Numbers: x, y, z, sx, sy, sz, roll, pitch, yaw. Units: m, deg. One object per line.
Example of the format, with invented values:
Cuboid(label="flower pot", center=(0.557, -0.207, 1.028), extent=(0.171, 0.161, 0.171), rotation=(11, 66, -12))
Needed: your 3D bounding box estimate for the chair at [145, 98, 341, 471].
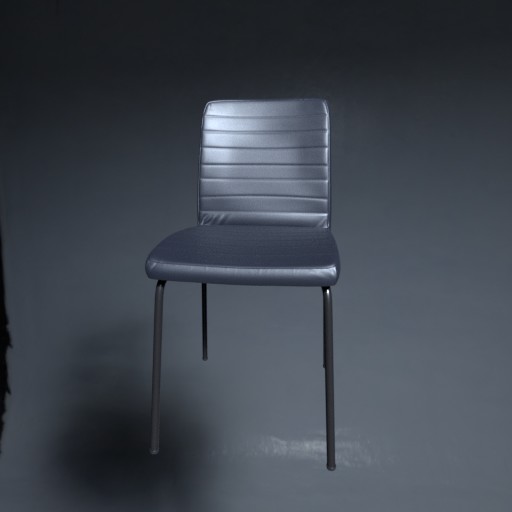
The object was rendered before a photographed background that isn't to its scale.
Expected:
Cuboid(label="chair", center=(0.000, 0.000, 1.220), extent=(0.450, 0.872, 0.572), rotation=(2, 14, 8))
